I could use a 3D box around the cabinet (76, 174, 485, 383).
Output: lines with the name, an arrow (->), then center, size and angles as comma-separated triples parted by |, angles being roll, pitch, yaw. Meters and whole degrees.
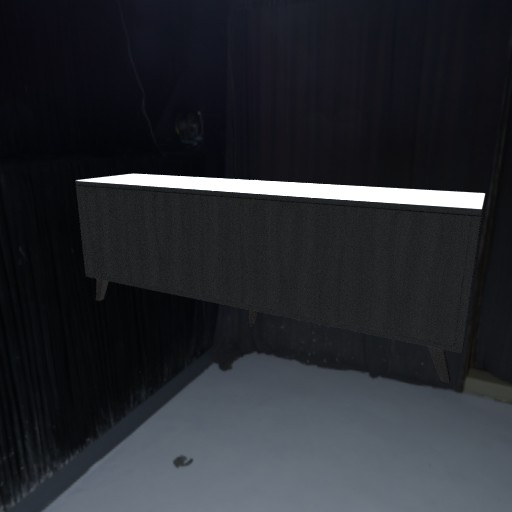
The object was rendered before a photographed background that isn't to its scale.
cabinet -> 0.000, 0.000, 2.491 | 2.198, 0.779, 0.499 | 8, 18, 27
